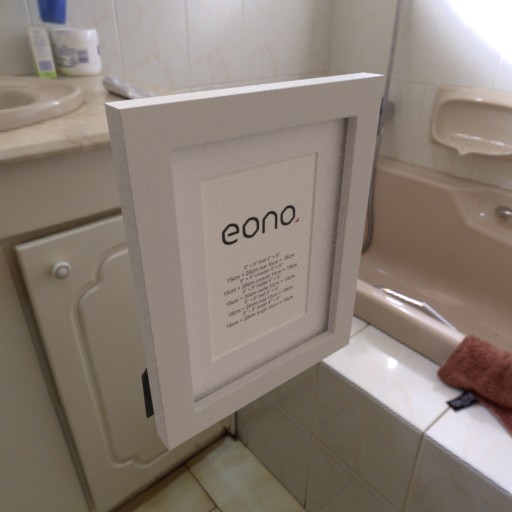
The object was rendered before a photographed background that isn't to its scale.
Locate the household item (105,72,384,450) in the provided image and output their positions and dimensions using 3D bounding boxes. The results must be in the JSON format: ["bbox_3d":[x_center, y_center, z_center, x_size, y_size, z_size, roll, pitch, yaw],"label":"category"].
[{"bbox_3d":[0.000,0.000,0.342,0.200,0.250,0.045,-21,35,-32],"label":"household item"}]
